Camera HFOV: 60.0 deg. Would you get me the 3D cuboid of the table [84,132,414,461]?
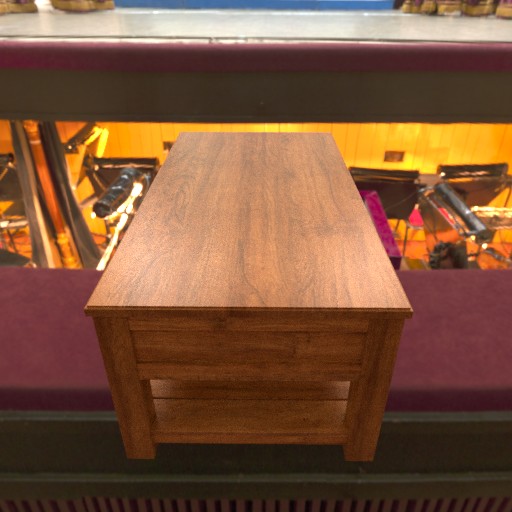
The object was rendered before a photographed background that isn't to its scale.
[{"bbox_3d":[0.000,0.000,1.443,0.635,0.480,1.150,0,32,1],"label":"table"}]
